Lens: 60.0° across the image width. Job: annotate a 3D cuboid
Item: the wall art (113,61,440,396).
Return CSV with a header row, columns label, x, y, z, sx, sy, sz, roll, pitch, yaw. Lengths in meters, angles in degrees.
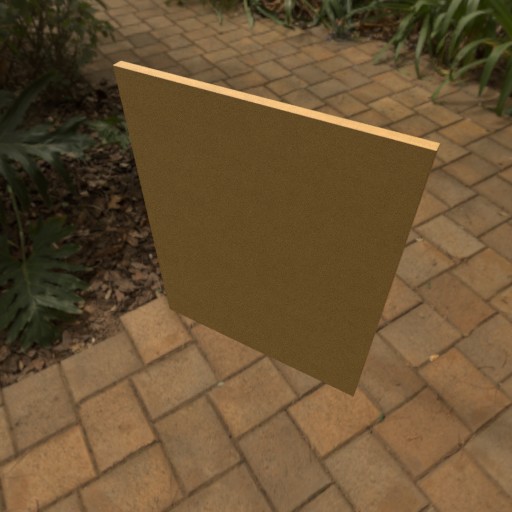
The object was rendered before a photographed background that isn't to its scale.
label,x,y,z,sx,sy,sz,roll,pitch,yaw
wall art,0.000,0.000,1.343,0.798,1.002,0.030,22,50,20
